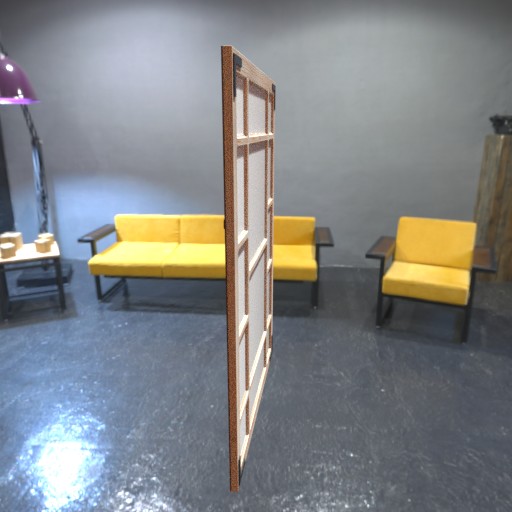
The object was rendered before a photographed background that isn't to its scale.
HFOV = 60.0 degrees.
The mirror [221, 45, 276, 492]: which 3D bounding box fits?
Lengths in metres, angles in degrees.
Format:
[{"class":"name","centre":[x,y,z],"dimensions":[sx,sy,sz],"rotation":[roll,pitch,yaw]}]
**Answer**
[{"class":"mirror","centre":[0.000,0.000,1.275],"dimensions":[0.025,0.996,0.705],"rotation":[2,16,8]}]
